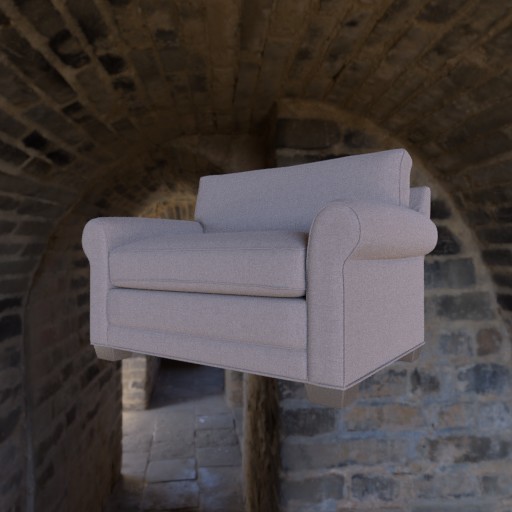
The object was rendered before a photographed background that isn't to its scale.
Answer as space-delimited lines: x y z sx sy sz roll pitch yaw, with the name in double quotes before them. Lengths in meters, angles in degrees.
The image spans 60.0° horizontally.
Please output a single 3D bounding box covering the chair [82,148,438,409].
"chair" 0.000 0.000 2.003 1.390 0.930 0.930 0 0 35
